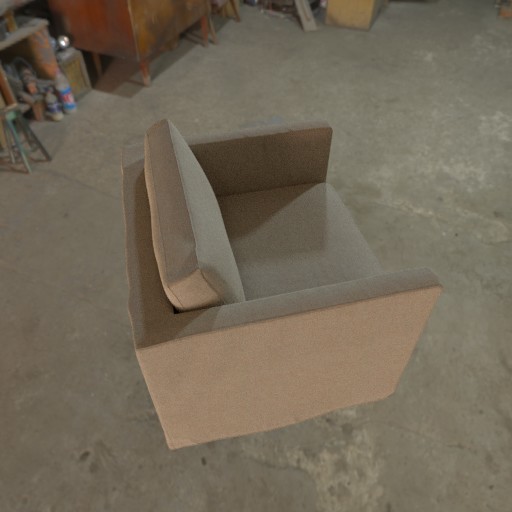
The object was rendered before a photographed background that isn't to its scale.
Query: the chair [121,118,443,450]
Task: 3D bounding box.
[{"bbox_3d":[0.000,0.000,1.782,0.949,0.863,1.057,-10,47,-10],"label":"chair"}]
